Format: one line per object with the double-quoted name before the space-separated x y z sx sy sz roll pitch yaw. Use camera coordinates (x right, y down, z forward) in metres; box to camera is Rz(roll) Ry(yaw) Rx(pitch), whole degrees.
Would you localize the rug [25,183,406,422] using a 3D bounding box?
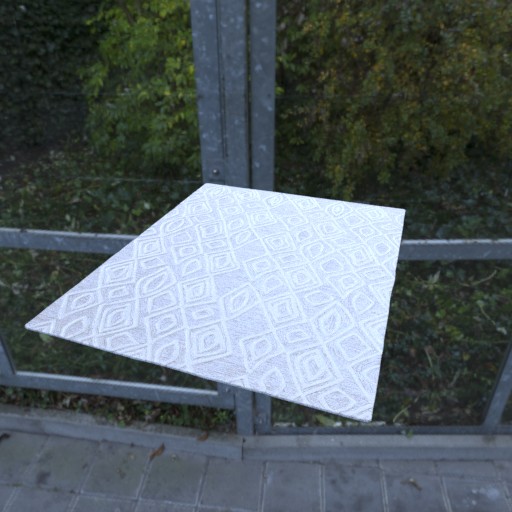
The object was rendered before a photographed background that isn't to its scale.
"rug" 0.000 0.000 4.042 2.449 0.025 3.049 10 32 17
